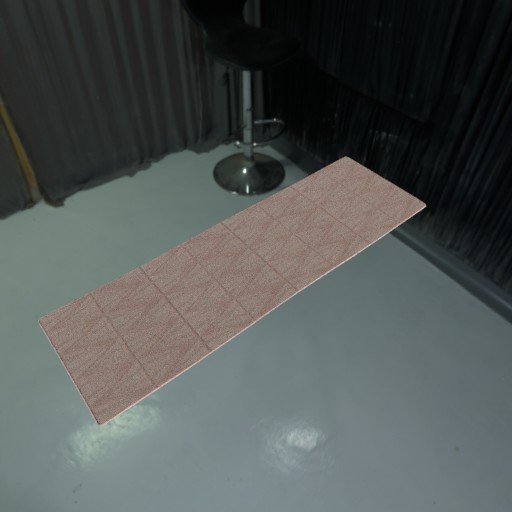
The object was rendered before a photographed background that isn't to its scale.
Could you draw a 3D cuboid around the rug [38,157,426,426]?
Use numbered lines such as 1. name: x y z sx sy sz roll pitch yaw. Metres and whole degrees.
1. rug: 0.000 0.000 2.718 2.435 0.015 0.760 -31 54 -26
